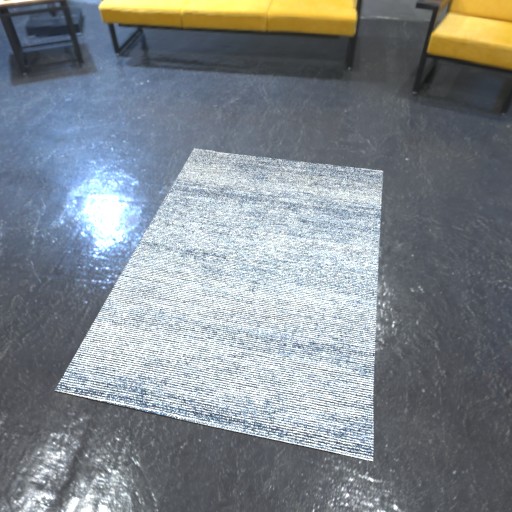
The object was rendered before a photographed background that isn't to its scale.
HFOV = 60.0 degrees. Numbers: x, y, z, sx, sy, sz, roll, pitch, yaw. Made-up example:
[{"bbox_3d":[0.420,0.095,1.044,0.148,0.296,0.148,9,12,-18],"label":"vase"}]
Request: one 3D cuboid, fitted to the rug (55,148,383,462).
[{"bbox_3d":[0.000,0.000,2.955,1.624,0.030,2.349,9,47,9],"label":"rug"}]
